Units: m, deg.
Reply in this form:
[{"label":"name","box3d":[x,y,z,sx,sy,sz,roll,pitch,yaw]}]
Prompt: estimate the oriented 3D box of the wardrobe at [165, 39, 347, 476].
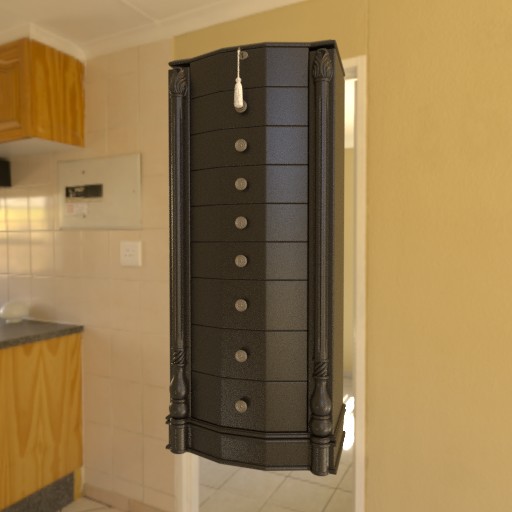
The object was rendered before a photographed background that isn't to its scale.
[{"label":"wardrobe","box3d":[0.000,0.000,1.163,0.444,1.011,0.295,1,2,17]}]
